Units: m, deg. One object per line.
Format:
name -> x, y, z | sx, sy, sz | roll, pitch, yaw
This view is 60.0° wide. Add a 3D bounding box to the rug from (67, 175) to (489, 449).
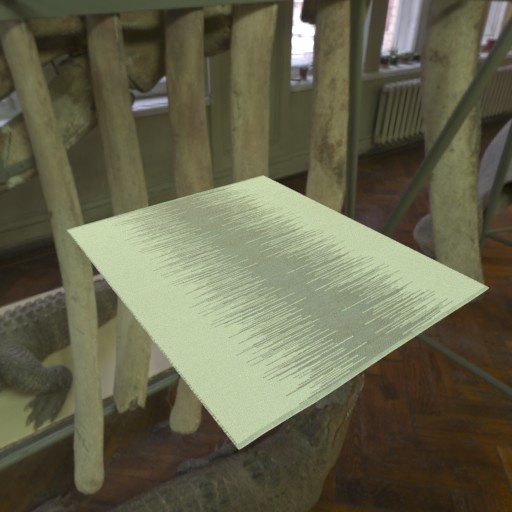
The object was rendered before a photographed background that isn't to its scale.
rug -> 0.000, 0.000, 3.988 | 2.453, 0.010, 3.037 | -21, 38, -30
